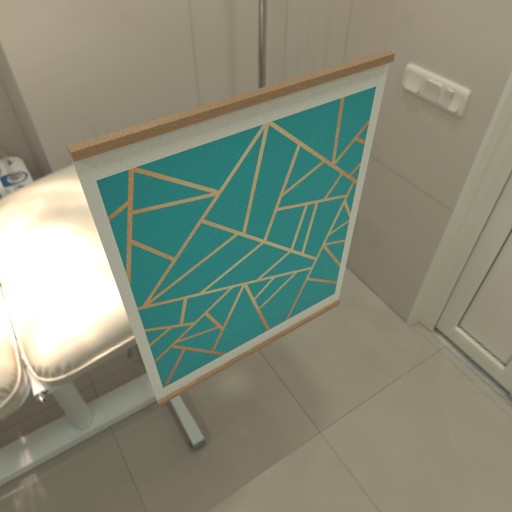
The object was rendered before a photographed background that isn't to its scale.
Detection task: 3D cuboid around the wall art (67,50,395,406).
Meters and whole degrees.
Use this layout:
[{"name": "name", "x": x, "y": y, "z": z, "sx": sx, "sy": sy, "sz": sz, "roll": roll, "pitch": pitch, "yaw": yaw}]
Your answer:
[{"name": "wall art", "x": 0.000, "y": 0.000, "z": 0.661, "sx": 0.405, "sy": 0.508, "sz": 0.012, "roll": -25, "pitch": 51, "yaw": -22}]
